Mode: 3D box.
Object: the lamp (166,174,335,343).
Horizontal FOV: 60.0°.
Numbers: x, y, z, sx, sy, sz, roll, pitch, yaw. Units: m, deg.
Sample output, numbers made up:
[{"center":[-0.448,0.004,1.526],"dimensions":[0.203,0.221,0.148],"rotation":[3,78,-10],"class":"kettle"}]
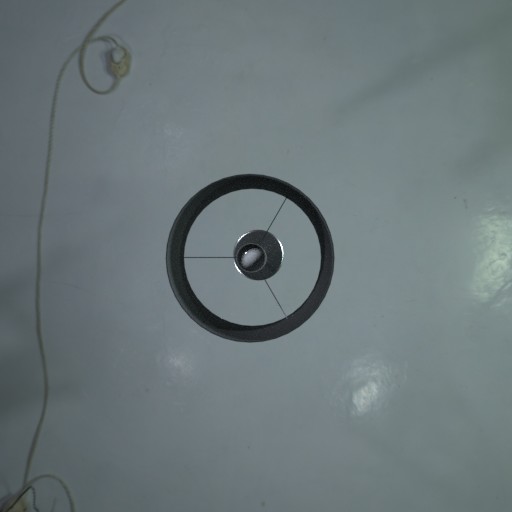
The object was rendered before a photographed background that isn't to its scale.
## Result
[{"center":[0.000,0.000,1.634],"dimensions":[0.348,1.443,0.348],"rotation":[0,90,1],"class":"lamp"}]
